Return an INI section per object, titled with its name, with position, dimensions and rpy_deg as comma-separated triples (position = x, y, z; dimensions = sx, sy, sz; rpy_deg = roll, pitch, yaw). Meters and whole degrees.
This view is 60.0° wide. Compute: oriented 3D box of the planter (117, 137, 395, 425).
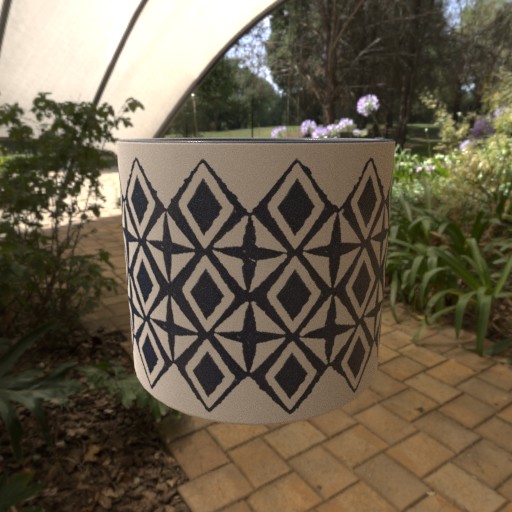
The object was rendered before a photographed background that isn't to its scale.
[planter]
position = 0.000, 0.000, 0.397
dimensions = 0.224, 0.203, 0.224
rpy_deg = 0, 15, 0
